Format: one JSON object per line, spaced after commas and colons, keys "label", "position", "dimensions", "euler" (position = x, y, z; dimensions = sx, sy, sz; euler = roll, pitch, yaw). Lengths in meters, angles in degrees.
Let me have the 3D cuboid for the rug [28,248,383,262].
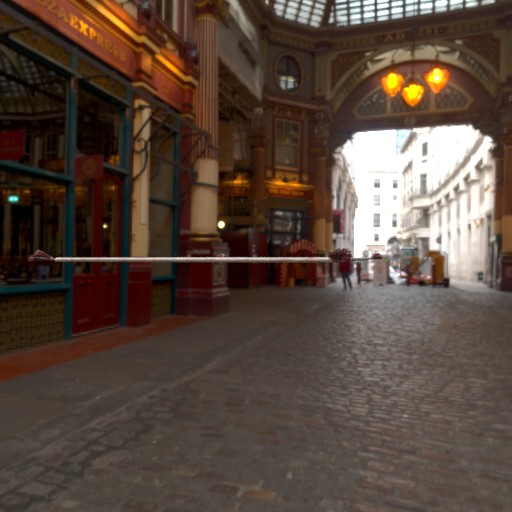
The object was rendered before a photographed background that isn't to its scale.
{"label": "rug", "position": [0.000, 0.000, 3.333], "dimensions": [1.741, 0.066, 2.672], "euler": [0, 0, 18]}
